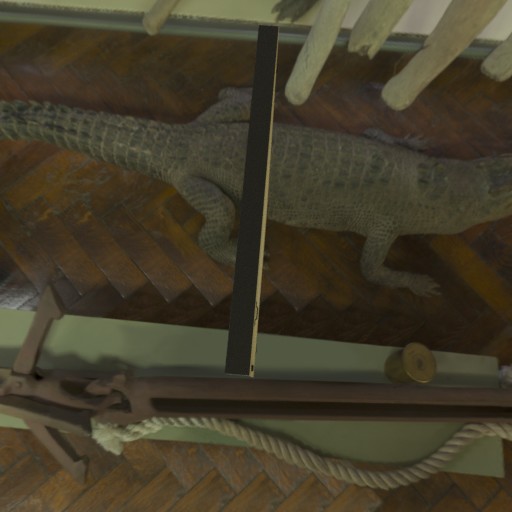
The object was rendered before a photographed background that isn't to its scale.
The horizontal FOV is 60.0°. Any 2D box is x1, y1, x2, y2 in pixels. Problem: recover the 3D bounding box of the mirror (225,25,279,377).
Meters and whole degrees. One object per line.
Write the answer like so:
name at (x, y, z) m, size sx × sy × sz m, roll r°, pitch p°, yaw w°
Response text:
mirror at (0.000, 0.000, 1.157) m, size 0.041 × 0.915 × 0.609 m, roll 5°, pitch 75°, yaw 1°
